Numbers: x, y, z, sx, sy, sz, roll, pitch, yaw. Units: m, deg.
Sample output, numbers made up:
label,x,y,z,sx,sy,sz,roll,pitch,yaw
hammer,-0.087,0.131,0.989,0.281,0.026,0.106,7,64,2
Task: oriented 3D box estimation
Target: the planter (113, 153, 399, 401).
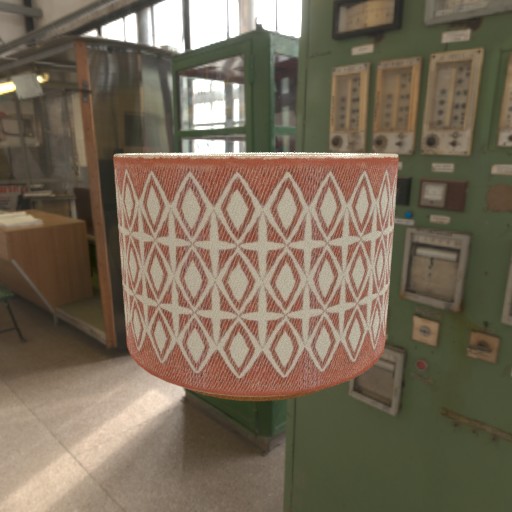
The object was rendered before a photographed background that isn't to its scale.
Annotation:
label,x,y,z,sx,sy,sz,roll,pitch,yaw
planter,0.000,0.000,0.329,0.192,0.148,0.192,0,13,0
